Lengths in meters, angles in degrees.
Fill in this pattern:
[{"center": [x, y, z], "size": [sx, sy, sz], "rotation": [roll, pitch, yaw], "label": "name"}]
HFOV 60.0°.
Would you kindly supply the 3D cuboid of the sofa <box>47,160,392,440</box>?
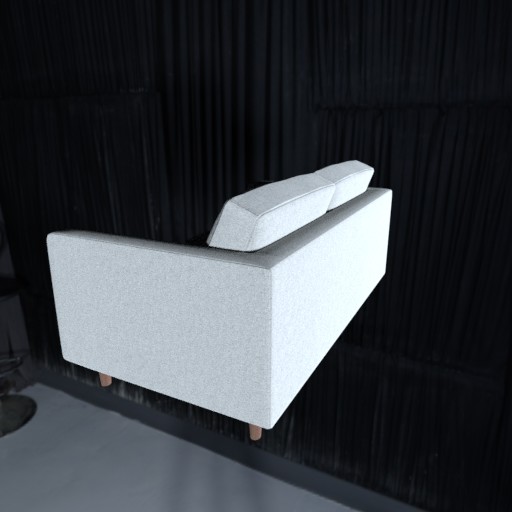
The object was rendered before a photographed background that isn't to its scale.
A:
[{"center": [0.000, 0.000, 2.288], "size": [1.000, 0.900, 1.731], "rotation": [9, 19, 26], "label": "sofa"}]
